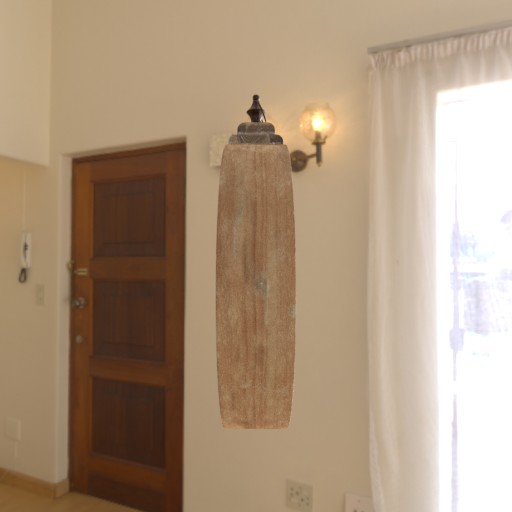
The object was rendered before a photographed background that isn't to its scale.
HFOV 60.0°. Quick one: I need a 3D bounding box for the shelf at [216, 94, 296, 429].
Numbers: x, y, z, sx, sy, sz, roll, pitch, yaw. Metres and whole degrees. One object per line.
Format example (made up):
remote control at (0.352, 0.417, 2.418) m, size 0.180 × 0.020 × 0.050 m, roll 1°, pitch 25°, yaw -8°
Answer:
shelf at (0.000, 0.000, 0.988) m, size 0.125 × 0.725 × 0.601 m, roll 0°, pitch -1°, yaw 0°
